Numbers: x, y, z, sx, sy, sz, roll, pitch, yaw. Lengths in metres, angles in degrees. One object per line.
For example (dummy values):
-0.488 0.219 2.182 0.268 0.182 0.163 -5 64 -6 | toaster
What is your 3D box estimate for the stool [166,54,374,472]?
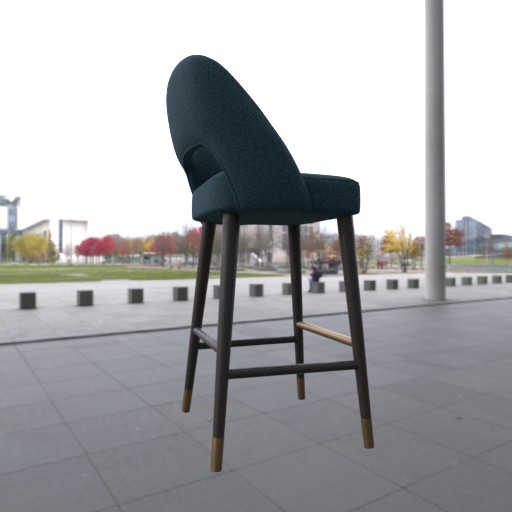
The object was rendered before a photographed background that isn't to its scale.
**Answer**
0.000 0.000 1.325 0.522 1.032 0.536 0 0 -18 | stool
